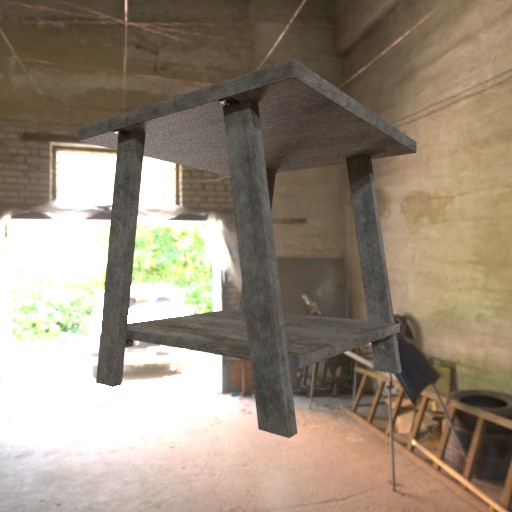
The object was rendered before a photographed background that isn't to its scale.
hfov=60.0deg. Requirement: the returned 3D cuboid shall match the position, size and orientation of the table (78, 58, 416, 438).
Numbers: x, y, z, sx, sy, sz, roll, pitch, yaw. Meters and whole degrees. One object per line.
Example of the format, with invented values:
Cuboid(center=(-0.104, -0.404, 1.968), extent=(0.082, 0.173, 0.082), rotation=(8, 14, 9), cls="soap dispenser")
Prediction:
Cuboid(center=(0.000, 0.000, 1.116), extent=(0.610, 0.610, 0.610), rotation=(0, -1, 37), cls="table")
